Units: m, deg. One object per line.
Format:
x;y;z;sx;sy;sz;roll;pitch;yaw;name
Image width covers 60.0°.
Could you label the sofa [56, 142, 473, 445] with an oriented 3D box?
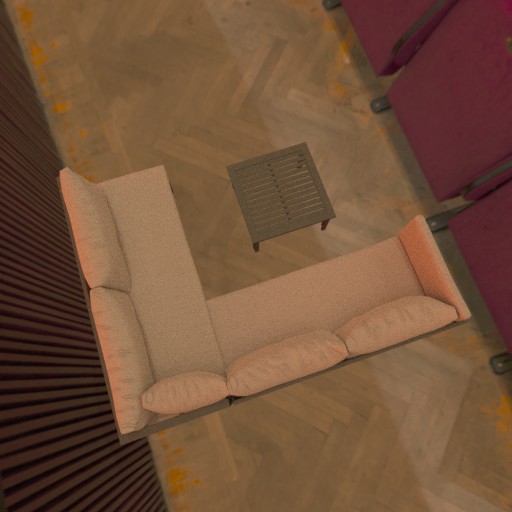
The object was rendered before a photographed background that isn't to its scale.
0.000;0.000;2.913;2.096;0.758;1.658;-18;76;-5;sofa
